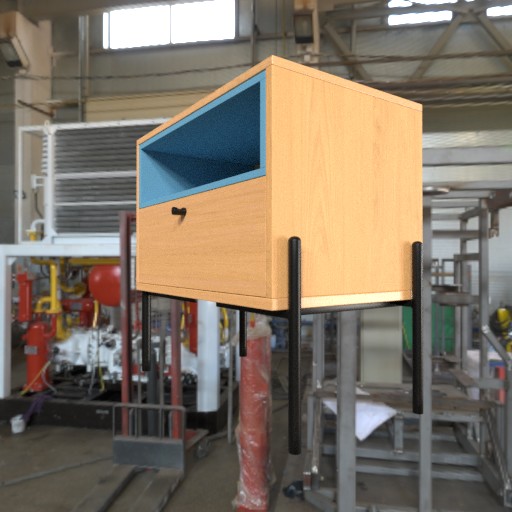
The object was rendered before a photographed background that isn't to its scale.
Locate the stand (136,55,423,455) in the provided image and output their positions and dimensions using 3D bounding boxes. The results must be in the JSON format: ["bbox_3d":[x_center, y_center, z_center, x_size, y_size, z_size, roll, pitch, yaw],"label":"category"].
[{"bbox_3d":[0.000,0.000,1.004,0.400,0.600,0.630,0,-1,-35],"label":"stand"}]
